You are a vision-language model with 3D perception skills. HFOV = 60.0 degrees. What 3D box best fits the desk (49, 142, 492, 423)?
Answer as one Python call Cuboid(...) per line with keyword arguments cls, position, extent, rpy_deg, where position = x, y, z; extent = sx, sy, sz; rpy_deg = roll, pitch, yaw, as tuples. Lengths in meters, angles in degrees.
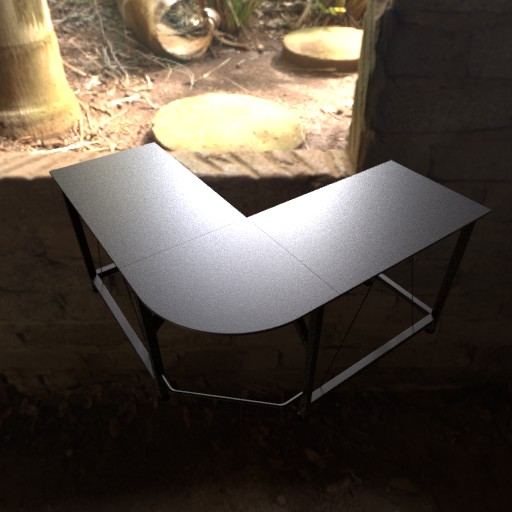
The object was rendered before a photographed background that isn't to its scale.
Cuboid(cls="desk", position=(0.000, 0.000, 2.201), extent=(1.400, 0.762, 1.400), rpy_deg=(-24, 45, -27))
